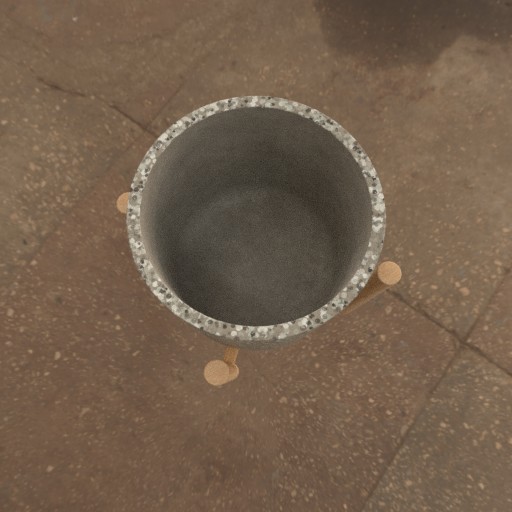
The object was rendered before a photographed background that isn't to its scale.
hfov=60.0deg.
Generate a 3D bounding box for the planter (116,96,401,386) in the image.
[{"bbox_3d":[0.000,0.000,0.535,0.284,0.320,0.284,37,79,9],"label":"planter"}]
